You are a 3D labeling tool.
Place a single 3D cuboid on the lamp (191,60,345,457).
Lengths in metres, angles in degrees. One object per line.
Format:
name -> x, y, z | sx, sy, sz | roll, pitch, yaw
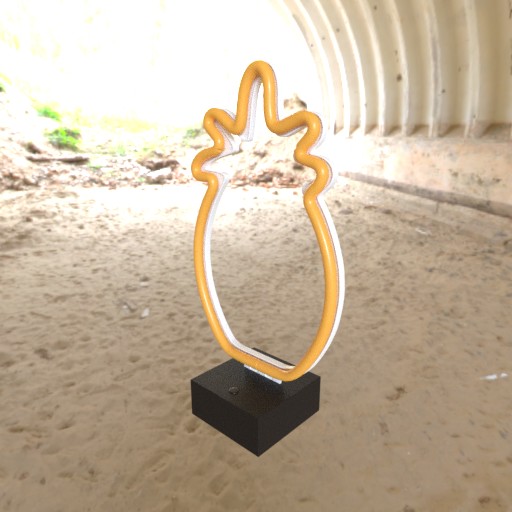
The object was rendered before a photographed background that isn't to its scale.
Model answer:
lamp -> 0.000, 0.000, 0.389 | 0.167, 0.317, 0.088 | 14, 21, 41
